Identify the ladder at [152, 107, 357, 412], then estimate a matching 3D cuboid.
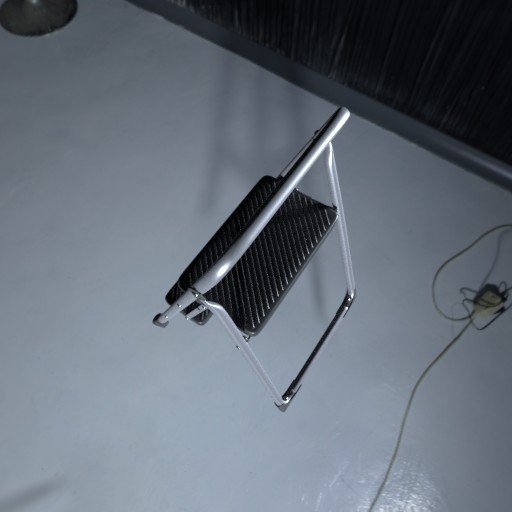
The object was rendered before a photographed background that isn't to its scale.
[{"bbox_3d":[0.000,0.000,1.026,0.472,0.720,0.430,32,68,14],"label":"ladder"}]
